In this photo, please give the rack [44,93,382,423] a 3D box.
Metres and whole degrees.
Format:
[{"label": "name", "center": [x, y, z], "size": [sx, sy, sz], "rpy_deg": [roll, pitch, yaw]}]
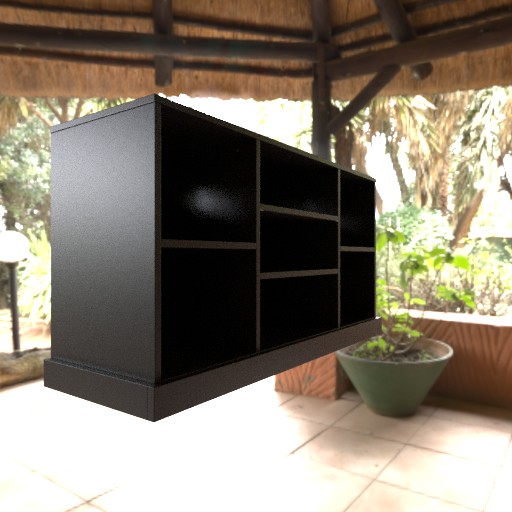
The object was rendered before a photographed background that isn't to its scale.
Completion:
[{"label": "rack", "center": [0.000, 0.000, 1.447], "size": [0.399, 0.635, 1.206], "rpy_deg": [0, 0, 36]}]
